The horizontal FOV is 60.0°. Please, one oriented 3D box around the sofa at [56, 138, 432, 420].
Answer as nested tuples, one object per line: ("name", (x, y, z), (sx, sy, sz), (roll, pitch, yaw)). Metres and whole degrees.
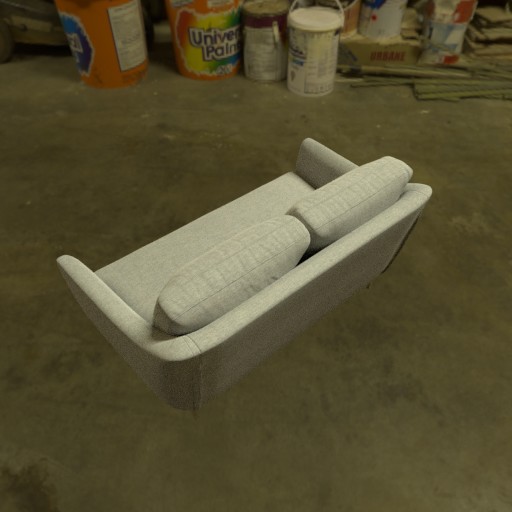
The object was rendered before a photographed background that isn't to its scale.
("sofa", (0.000, 0.000, 2.232), (1.619, 0.904, 0.960), (-31, 54, -26))
